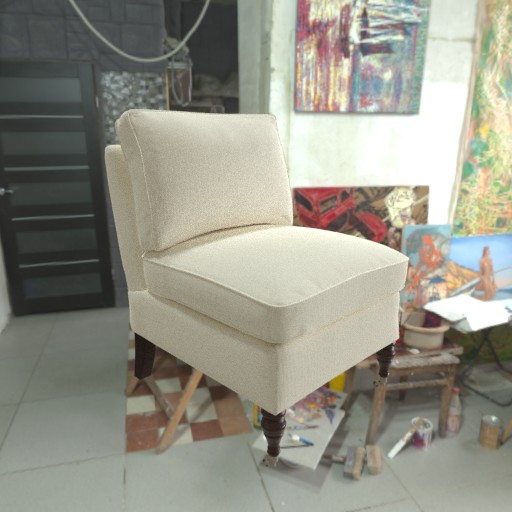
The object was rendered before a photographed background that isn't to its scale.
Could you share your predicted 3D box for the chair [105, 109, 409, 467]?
[{"bbox_3d":[0.000,0.000,1.413,0.630,0.887,0.781,-15,21,-42],"label":"chair"}]
